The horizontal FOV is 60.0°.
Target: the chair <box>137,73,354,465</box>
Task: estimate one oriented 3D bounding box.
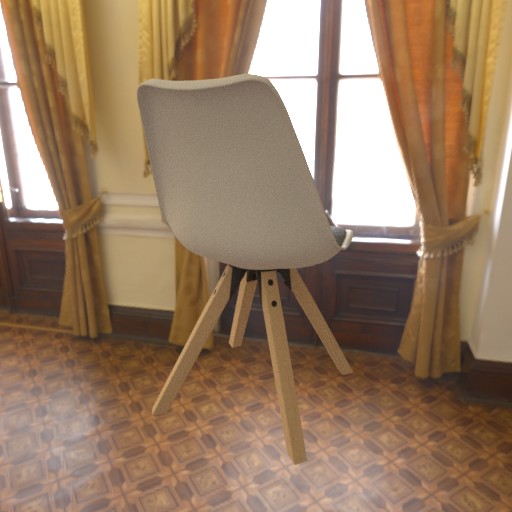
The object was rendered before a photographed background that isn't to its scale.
[{"bbox_3d":[0.000,0.000,1.183,0.485,0.850,0.550,8,18,25],"label":"chair"}]
